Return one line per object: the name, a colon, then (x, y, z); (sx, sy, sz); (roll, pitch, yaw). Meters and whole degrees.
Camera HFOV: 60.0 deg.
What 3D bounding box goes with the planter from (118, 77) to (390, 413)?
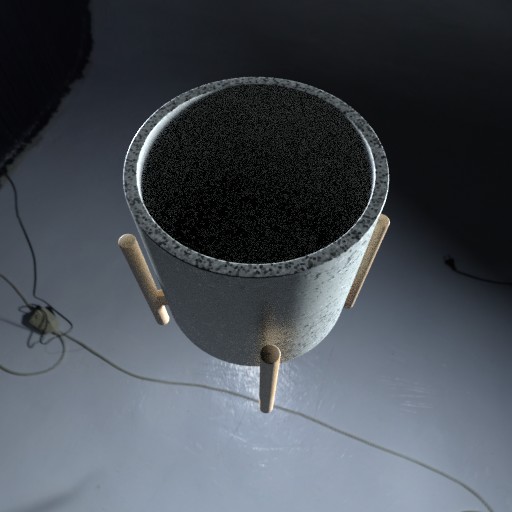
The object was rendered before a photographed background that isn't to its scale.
planter: (0.000, 0.000, 0.690); (0.360, 0.419, 0.360); (15, 60, 9)
